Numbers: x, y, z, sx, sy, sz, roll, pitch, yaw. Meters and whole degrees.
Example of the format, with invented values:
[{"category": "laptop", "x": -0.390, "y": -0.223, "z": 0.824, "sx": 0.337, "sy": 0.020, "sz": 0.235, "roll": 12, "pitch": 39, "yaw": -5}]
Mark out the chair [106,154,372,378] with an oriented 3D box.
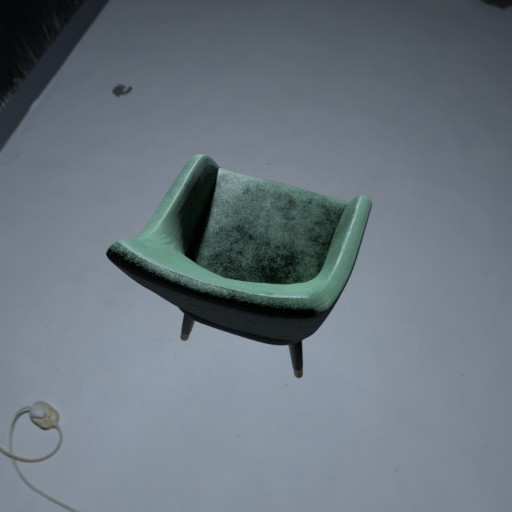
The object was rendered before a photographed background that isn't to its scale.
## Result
[{"category": "chair", "x": 0.000, "y": 0.000, "z": 1.575, "sx": 0.683, "sy": 1.081, "sz": 0.794, "roll": 16, "pitch": 64, "yaw": 8}]
